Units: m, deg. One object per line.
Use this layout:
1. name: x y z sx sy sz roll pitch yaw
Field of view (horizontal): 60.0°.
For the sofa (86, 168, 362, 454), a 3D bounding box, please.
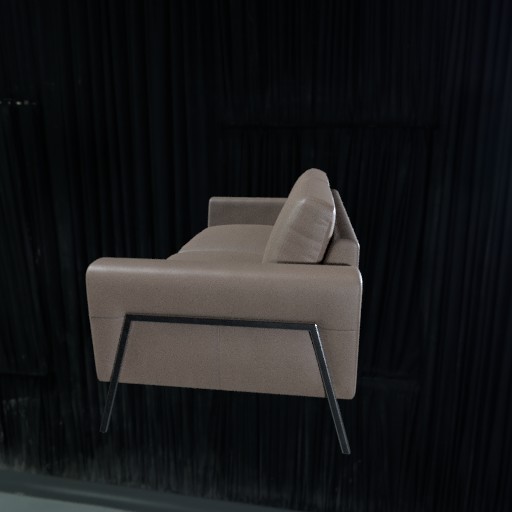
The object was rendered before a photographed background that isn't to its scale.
1. sofa: 0.000 0.000 2.461 0.953 0.875 2.017 2 15 7
